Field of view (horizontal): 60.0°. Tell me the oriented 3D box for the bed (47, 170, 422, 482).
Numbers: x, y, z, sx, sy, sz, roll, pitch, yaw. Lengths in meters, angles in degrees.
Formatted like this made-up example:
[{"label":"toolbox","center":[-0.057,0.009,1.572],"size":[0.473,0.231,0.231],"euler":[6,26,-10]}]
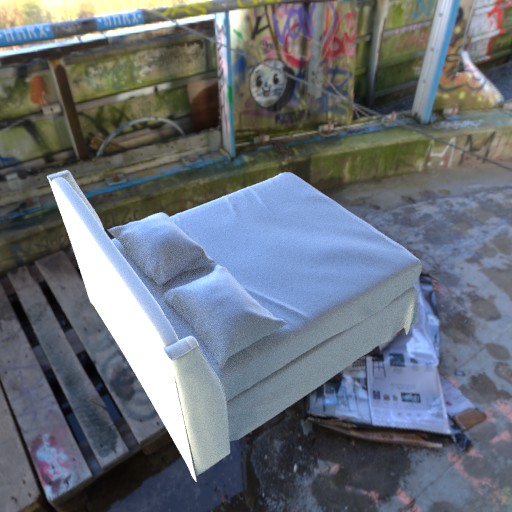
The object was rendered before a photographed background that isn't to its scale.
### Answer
[{"label":"bed","center":[0.000,0.000,3.427],"size":[2.276,1.332,1.925],"euler":[-25,47,-26]}]
